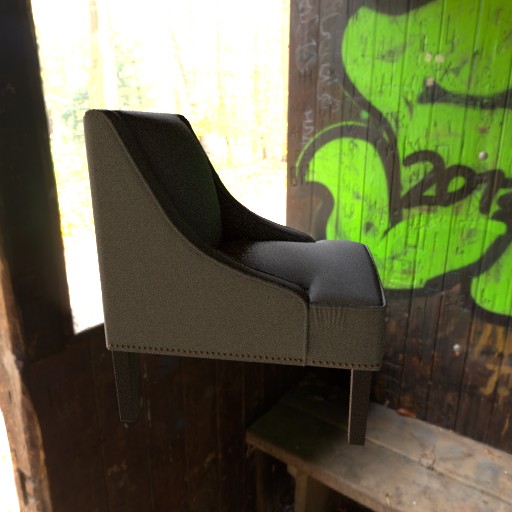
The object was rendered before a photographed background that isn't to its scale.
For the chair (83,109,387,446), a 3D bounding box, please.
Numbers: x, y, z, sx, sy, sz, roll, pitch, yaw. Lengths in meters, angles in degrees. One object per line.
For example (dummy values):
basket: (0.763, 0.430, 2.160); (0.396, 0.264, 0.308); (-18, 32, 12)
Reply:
chair: (0.000, 0.000, 1.394); (0.747, 0.867, 0.631); (3, 17, 8)
